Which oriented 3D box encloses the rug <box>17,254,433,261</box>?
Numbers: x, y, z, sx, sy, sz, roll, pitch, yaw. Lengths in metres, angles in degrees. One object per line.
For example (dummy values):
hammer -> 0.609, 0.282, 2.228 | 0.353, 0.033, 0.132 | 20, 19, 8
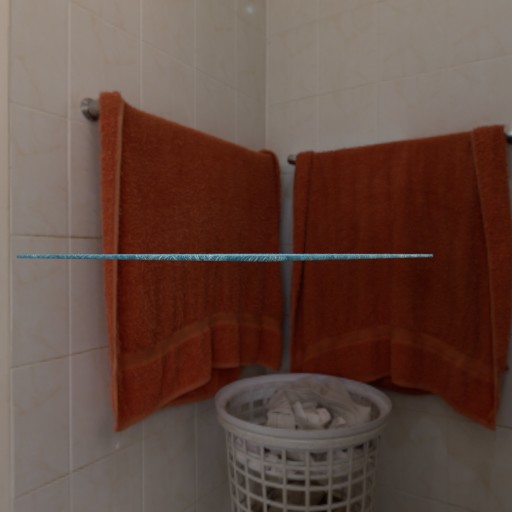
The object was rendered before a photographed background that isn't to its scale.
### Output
rug -> 0.000, 0.000, 4.151 | 2.405, 0.027, 3.217 | 0, 0, 35
